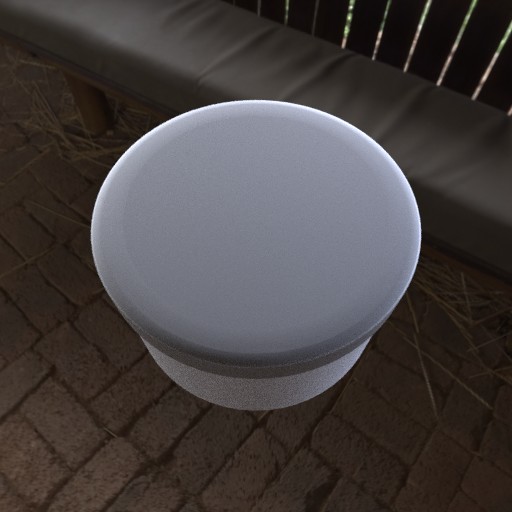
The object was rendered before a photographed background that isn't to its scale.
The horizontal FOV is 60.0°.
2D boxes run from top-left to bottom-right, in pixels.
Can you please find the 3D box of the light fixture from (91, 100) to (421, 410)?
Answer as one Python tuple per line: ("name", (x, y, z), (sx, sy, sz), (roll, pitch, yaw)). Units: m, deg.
("light fixture", (0.000, 0.000, 0.632), (0.393, 0.229, 0.393), (0, 59, 0))
